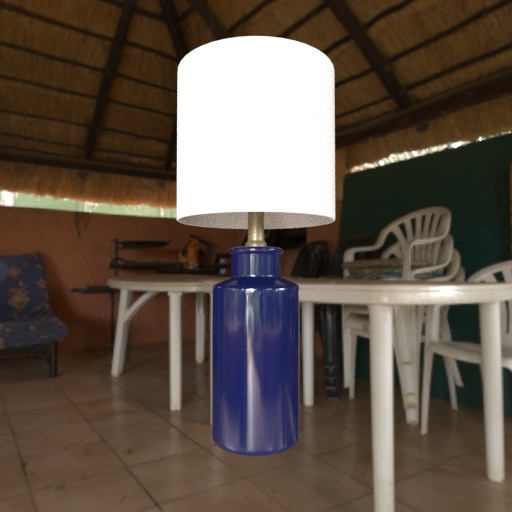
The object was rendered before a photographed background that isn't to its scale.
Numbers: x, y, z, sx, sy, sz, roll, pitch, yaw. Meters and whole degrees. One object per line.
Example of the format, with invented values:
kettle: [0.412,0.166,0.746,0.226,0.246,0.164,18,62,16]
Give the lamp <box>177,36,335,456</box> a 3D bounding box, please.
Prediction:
lamp: [0.000,0.000,0.600,0.212,0.493,0.212,1,-2,-35]
